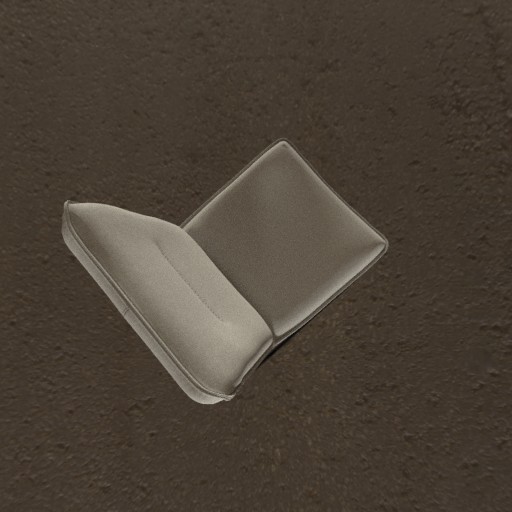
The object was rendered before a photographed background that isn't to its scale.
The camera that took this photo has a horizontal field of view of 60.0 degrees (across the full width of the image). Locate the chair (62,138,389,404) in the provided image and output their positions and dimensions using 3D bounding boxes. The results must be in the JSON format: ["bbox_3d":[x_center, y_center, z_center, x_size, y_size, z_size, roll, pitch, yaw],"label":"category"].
[{"bbox_3d":[0.000,0.000,1.331,0.688,0.930,0.515,-40,80,-9],"label":"chair"}]
